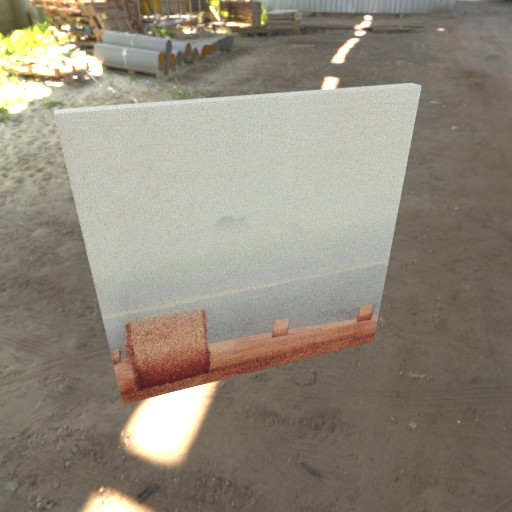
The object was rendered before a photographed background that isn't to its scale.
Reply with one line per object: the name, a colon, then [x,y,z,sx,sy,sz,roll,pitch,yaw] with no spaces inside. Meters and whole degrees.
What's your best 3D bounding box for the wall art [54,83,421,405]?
wall art: [0.000,0.000,0.584,0.405,0.405,0.023,-10,33,-16]
